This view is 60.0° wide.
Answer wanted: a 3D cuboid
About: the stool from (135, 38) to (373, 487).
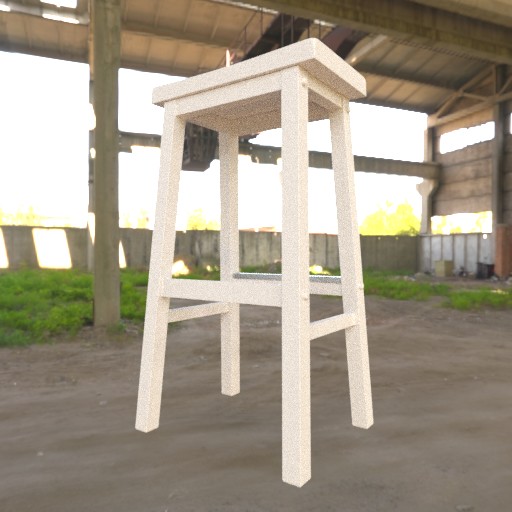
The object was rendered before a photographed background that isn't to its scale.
[{"bbox_3d":[0.000,0.000,0.957,0.406,0.742,0.322,1,1,35],"label":"stool"}]
